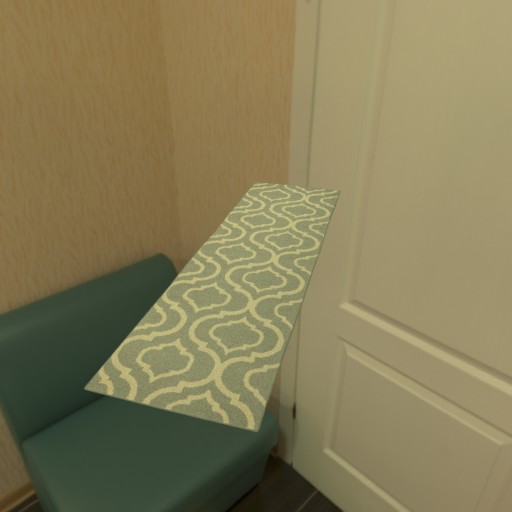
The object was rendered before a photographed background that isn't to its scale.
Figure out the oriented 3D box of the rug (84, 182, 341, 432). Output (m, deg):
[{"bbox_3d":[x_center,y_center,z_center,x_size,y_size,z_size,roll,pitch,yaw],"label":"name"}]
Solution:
[{"bbox_3d":[0.000,0.000,2.519,0.684,0.009,2.275,8,31,14],"label":"rug"}]
